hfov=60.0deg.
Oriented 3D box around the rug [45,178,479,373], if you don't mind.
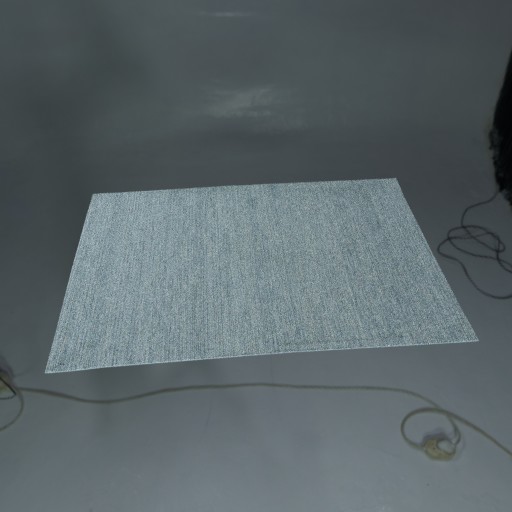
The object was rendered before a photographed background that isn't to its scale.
[{"bbox_3d":[0.000,0.000,2.278,1.853,0.022,1.174,-3,47,-3],"label":"rug"}]
